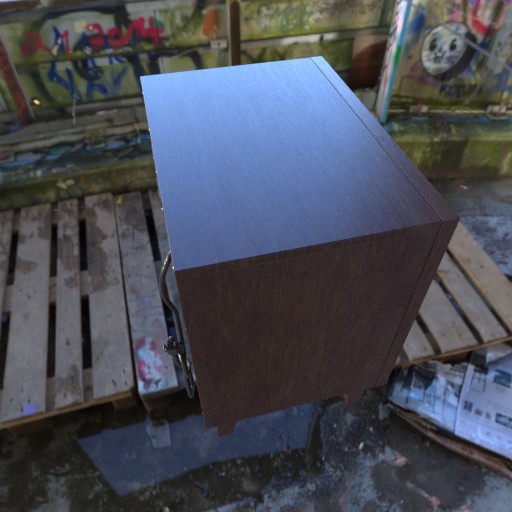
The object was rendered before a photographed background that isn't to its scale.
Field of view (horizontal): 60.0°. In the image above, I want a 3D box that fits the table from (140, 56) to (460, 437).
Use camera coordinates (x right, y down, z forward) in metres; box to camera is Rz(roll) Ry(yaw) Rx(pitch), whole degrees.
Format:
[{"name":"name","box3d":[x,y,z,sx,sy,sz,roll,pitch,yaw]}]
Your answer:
[{"name":"table","box3d":[0.000,0.000,0.988,0.449,0.609,0.557,-11,48,-10]}]
